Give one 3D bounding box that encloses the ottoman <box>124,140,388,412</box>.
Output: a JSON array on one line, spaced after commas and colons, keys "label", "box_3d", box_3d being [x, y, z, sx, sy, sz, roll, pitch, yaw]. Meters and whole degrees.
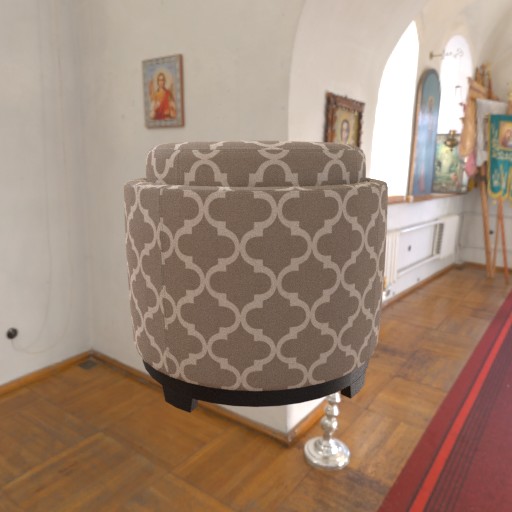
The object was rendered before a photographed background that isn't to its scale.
[{"label": "ottoman", "box_3d": [0.000, 0.000, 0.857, 0.480, 0.429, 0.480, 0, 13, 0]}]
